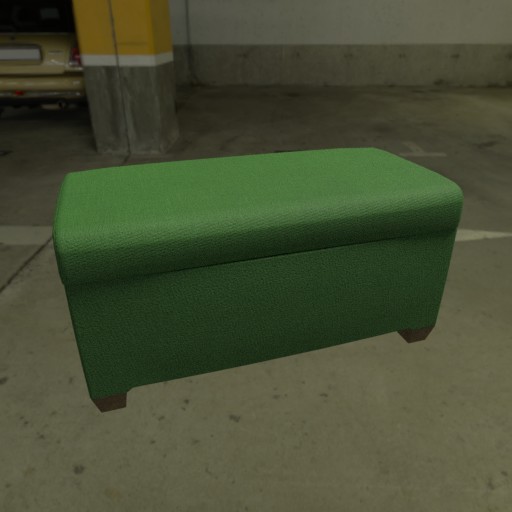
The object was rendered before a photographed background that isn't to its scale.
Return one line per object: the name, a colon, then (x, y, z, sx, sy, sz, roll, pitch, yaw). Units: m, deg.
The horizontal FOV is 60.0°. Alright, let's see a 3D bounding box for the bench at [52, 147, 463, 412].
bench: (0.000, 0.000, 1.282, 0.989, 0.501, 0.505, -8, 28, -16)
